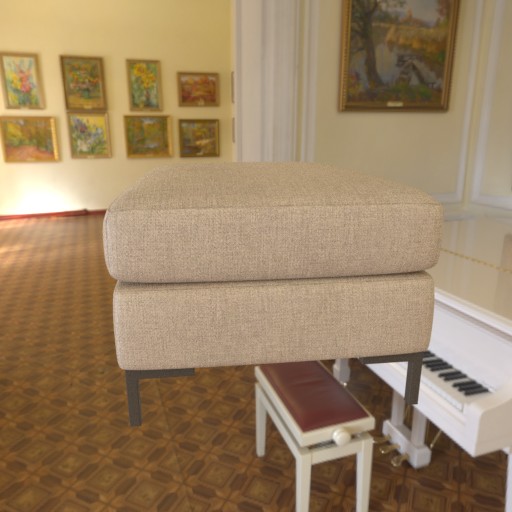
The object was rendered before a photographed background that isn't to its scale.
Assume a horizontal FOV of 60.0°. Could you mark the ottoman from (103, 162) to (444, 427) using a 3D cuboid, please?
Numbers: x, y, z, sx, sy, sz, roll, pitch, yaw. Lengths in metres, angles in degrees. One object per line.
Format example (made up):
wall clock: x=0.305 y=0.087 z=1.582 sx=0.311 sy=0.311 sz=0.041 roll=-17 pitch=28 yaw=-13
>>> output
ottoman: x=0.000 y=0.000 z=1.239 sx=0.671 sy=0.490 sz=0.820 roll=-2 pitch=16 yaw=-7
